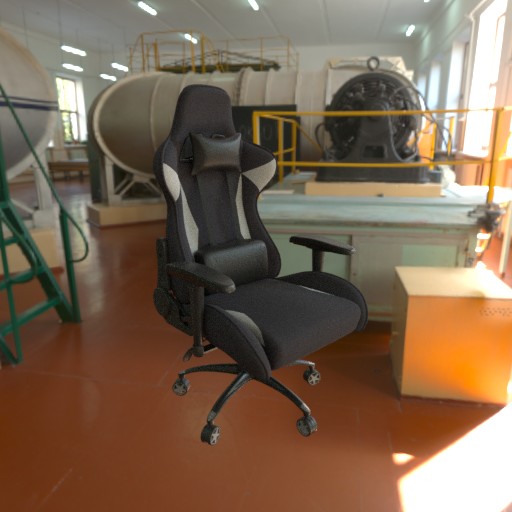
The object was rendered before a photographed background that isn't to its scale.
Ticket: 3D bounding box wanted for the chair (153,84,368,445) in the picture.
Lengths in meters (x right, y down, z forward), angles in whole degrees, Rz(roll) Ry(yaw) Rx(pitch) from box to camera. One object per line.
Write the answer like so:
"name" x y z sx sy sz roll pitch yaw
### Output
"chair" 0.000 0.000 1.727 0.730 1.300 0.695 -14 20 -42
